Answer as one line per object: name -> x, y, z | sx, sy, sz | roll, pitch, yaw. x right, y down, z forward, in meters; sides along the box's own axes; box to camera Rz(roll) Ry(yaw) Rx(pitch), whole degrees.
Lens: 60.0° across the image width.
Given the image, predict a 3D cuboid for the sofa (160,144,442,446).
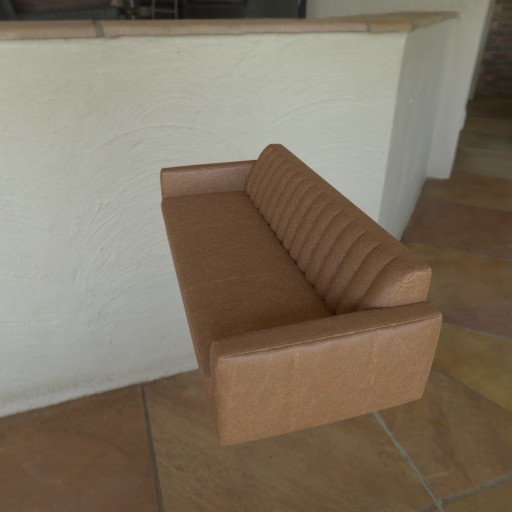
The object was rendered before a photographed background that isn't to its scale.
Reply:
sofa -> 0.000, 0.000, 2.746 | 0.990, 0.821, 2.291 | -8, 31, -14
